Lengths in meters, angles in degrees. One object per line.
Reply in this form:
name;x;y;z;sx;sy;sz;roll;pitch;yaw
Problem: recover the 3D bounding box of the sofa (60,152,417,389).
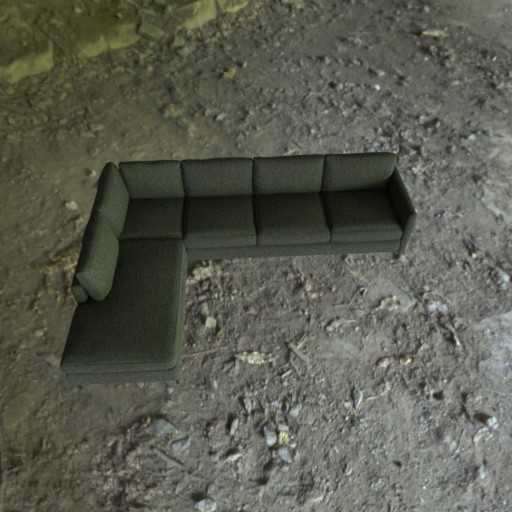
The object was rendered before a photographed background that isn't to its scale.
sofa;0.000;0.000;3.865;2.949;0.815;2.007;-3;48;-2
